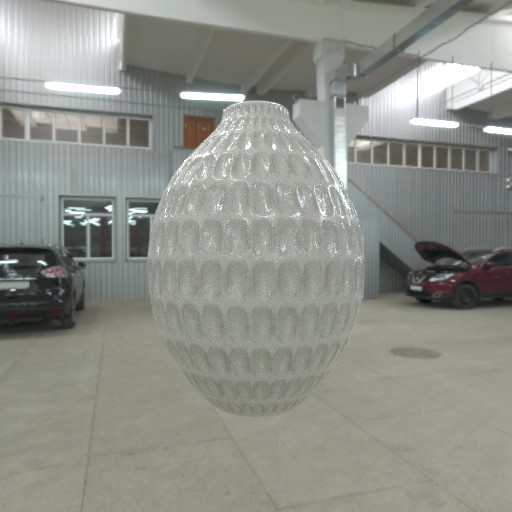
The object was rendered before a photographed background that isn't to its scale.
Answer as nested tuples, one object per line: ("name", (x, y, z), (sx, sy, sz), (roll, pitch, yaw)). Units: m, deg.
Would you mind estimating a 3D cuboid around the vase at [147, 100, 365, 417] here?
("vase", (0.000, 0.000, 0.340), (0.162, 0.223, 0.162), (0, 1, 0))
